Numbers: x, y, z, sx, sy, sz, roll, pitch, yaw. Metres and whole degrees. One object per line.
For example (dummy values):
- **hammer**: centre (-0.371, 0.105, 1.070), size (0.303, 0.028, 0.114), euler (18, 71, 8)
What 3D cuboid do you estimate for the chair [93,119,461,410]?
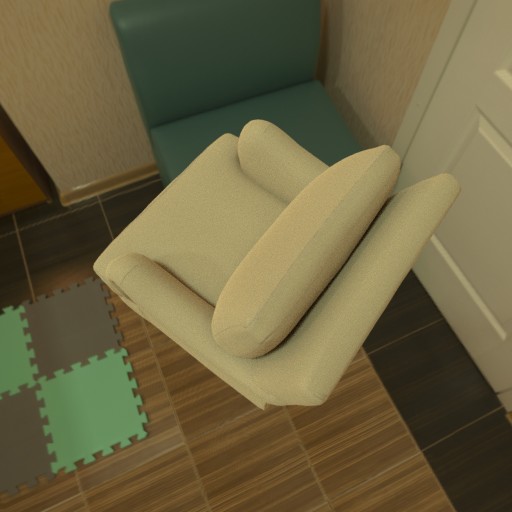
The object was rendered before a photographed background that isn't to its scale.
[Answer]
- **chair**: centre (0.000, 0.000, 1.851), size (1.070, 1.038, 0.955), euler (33, 68, 16)
